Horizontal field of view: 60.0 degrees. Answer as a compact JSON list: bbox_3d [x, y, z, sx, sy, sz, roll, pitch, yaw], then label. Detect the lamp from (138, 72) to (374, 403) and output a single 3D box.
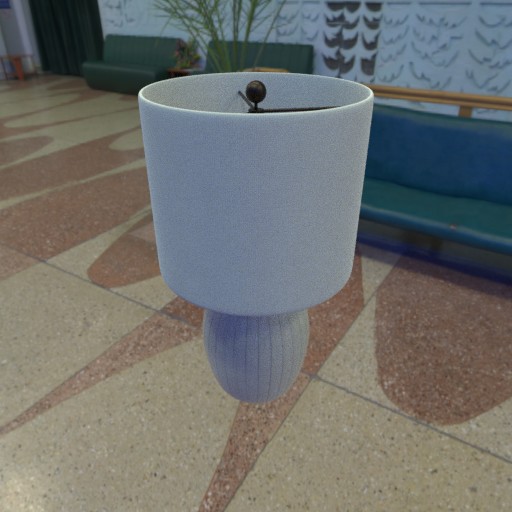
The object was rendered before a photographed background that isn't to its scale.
[{"bbox_3d":[0.000,0.000,0.766,0.328,0.570,0.328,0,30,0],"label":"lamp"}]
